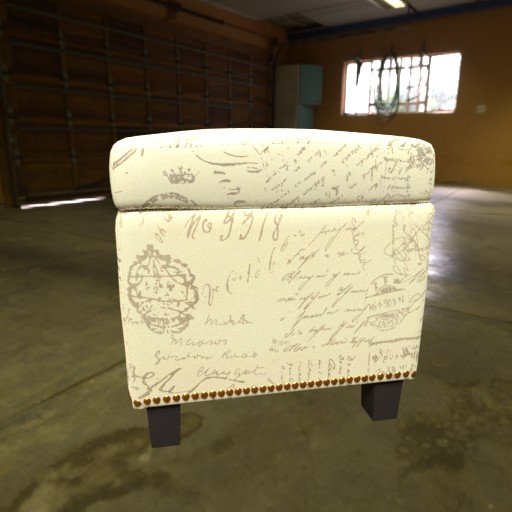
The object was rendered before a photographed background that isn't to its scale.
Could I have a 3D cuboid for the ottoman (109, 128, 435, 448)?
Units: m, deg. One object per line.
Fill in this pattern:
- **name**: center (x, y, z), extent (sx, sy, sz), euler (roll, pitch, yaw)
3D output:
- **ottoman**: center (0.000, 0.000, 0.829), extent (0.449, 0.457, 0.450), euler (-3, 15, -10)
